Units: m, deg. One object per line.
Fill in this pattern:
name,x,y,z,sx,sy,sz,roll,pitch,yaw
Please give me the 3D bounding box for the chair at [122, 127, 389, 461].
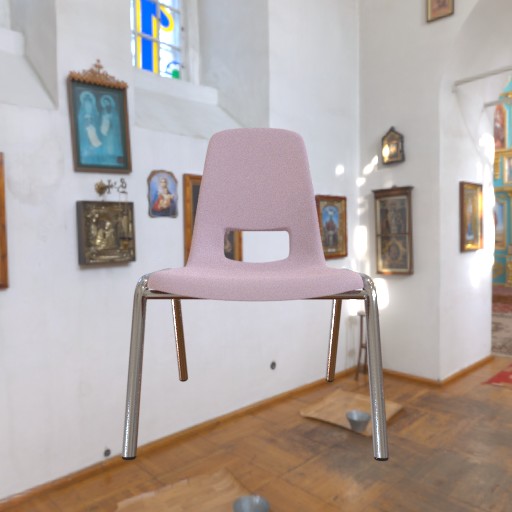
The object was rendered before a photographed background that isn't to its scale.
chair,0.000,0.000,0.765,0.354,0.536,0.385,0,1,0
